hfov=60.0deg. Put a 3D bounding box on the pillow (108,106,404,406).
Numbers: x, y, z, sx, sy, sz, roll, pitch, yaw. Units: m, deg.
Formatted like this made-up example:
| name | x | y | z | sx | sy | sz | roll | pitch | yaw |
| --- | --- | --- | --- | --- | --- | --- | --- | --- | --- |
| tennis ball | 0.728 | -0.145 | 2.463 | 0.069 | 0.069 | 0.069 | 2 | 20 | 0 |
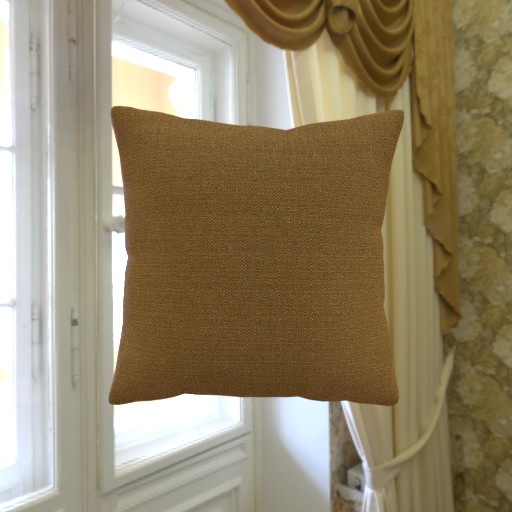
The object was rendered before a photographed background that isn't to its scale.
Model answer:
| name | x | y | z | sx | sy | sz | roll | pitch | yaw |
| --- | --- | --- | --- | --- | --- | --- | --- | --- | --- |
| pillow | 0.000 | 0.000 | 0.655 | 0.432 | 0.437 | 0.147 | 0 | 0 | -1 |
